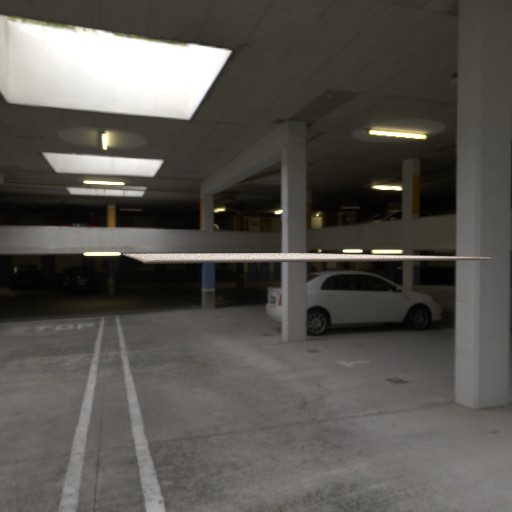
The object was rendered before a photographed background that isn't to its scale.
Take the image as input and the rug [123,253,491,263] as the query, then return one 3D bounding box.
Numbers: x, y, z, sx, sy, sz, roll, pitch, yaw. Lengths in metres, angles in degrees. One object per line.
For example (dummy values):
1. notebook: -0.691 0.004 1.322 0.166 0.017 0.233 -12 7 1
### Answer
1. rug: 0.000 0.000 2.735 1.517 0.013 2.115 0 1 -19
